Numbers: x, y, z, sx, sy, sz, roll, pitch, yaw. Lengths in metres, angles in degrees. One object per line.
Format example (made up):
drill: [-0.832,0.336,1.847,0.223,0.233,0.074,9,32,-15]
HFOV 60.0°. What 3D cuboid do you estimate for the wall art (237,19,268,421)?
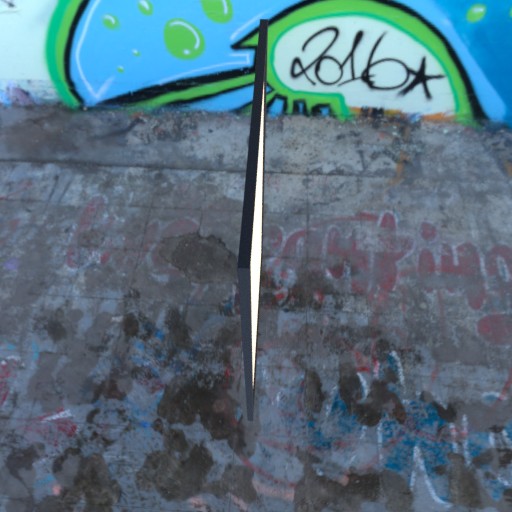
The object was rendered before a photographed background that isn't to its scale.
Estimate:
wall art: [0.000,0.000,0.849,0.013,0.660,0.460,3,57,2]
